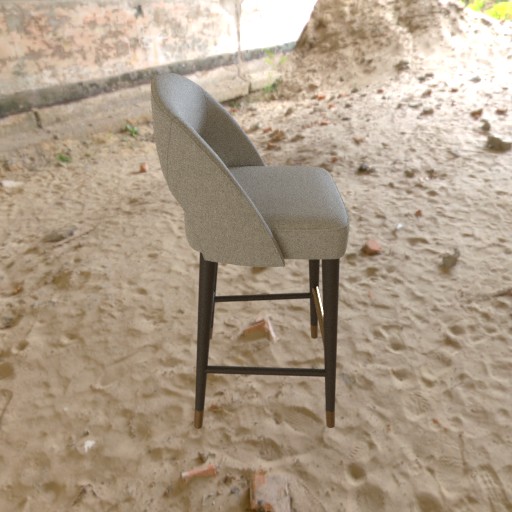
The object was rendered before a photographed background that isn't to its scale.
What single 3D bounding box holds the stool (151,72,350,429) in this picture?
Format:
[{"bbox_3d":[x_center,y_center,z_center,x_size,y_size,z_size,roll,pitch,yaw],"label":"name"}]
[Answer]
[{"bbox_3d":[0.000,0.000,1.359,0.509,1.037,0.494,0,31,-1],"label":"stool"}]
